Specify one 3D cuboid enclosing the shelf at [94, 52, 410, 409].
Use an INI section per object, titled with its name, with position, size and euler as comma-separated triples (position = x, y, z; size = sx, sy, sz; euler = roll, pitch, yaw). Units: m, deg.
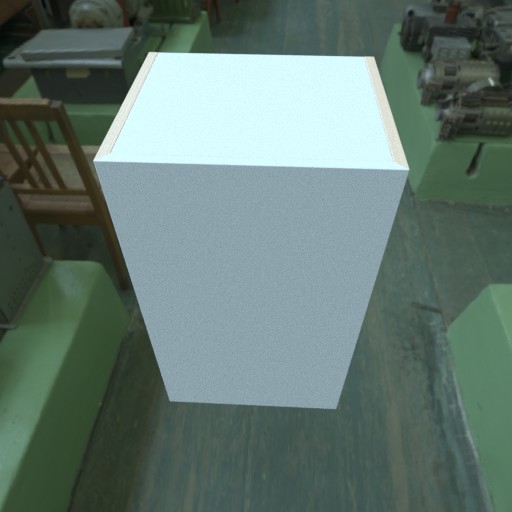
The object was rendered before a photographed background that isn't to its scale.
[shelf]
position = 0.000, 0.000, 0.803
size = 0.350, 0.600, 0.290
euler = 2, 47, 2
